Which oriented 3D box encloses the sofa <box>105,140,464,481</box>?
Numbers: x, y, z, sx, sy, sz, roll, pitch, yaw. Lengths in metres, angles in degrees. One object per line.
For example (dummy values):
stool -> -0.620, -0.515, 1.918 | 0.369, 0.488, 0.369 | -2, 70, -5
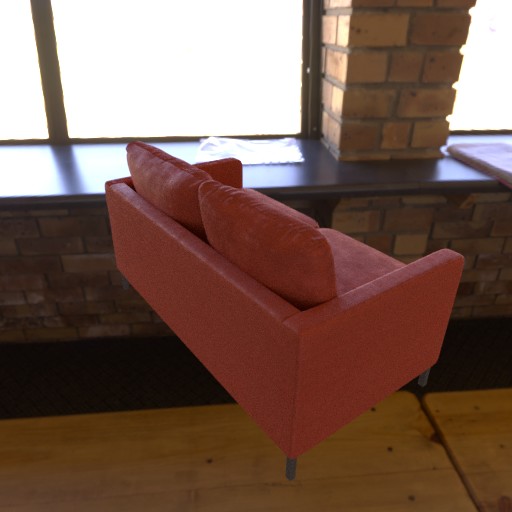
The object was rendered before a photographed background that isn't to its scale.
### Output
sofa -> 0.000, 0.000, 2.102 | 0.864, 0.896, 1.574 | -19, 34, -32
